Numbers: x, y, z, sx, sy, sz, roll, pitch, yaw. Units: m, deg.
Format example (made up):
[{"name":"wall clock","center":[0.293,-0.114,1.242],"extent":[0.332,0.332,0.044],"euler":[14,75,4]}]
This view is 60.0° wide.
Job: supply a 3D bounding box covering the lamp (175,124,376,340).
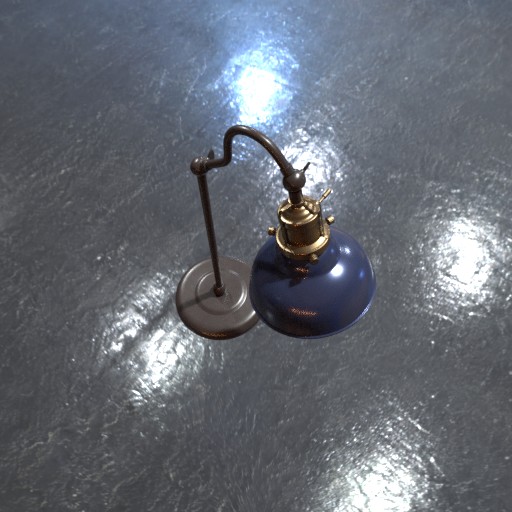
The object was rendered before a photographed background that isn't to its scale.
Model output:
[{"name":"lamp","center":[0.000,0.000,0.689],"extent":[0.374,0.508,0.192],"euler":[32,64,18]}]
